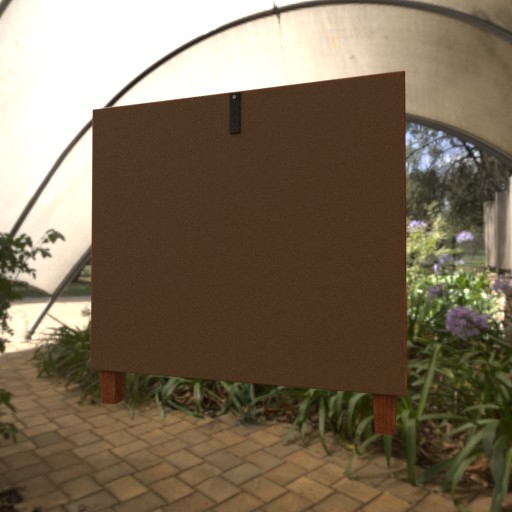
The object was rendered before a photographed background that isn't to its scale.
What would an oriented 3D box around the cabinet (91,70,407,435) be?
[{"bbox_3d":[0.000,0.000,1.251,0.796,0.785,0.412,0,-1,18],"label":"cabinet"}]
